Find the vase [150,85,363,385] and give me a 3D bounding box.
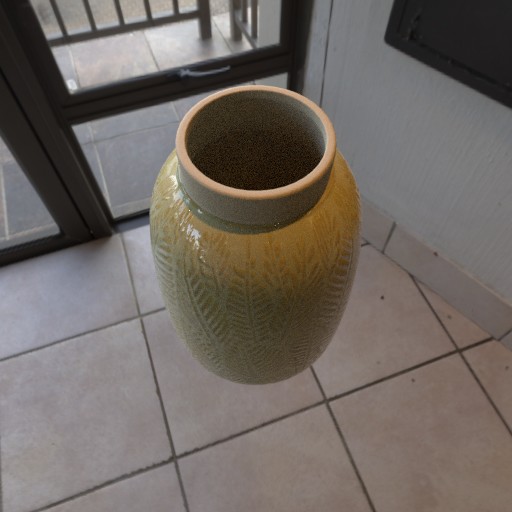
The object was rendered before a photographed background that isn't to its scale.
[{"bbox_3d":[0.000,0.000,0.379,0.172,0.270,0.172,0,58,0],"label":"vase"}]
